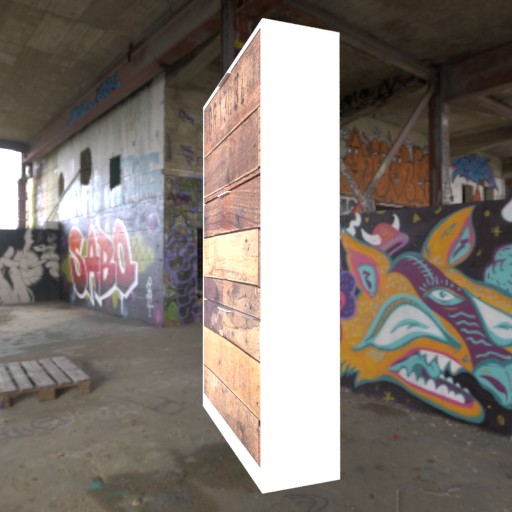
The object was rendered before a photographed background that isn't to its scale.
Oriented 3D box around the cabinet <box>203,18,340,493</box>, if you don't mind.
[{"bbox_3d":[0.000,0.000,1.584,0.250,1.280,0.750,0,0,-19],"label":"cabinet"}]
